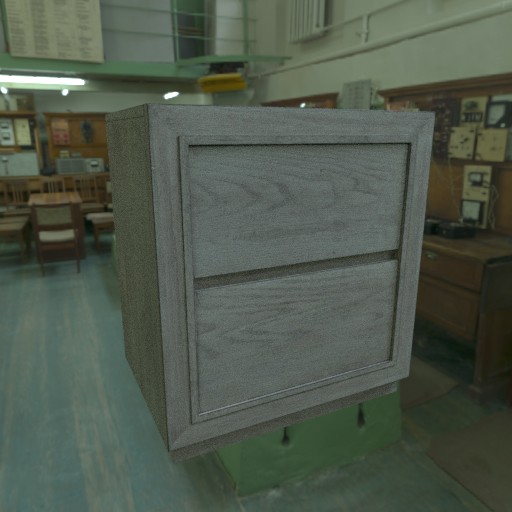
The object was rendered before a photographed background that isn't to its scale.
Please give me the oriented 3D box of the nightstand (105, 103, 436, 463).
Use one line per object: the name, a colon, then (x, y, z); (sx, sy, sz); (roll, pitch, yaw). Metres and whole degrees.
nightstand: (0.000, 0.000, 1.101); (0.612, 0.673, 0.483); (-7, 17, -25)
